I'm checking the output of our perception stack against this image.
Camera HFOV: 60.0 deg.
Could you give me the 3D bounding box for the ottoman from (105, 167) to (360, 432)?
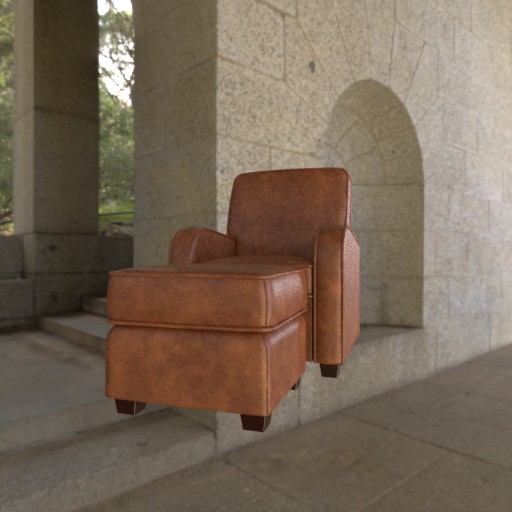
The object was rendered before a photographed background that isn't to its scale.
[{"bbox_3d":[0.000,0.000,1.804,0.732,0.904,1.314,0,1,18],"label":"ottoman"}]
